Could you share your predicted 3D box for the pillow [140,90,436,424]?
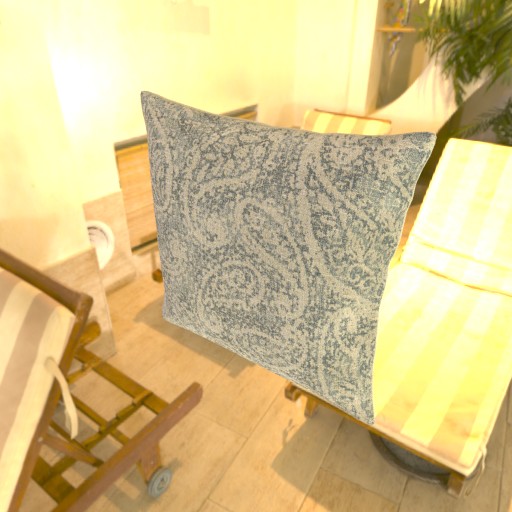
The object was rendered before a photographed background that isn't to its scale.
[{"bbox_3d":[0.000,0.000,0.786,0.523,0.510,0.166,19,35,30],"label":"pillow"}]
